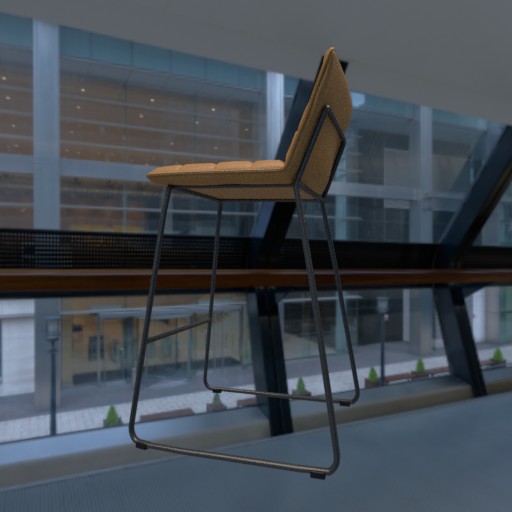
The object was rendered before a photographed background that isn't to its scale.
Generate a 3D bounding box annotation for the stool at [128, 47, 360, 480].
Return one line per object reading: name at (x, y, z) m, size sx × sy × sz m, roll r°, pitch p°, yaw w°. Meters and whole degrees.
stool at (0.000, 0.000, 1.229) m, size 0.524 × 0.936 × 0.489 m, roll 0°, pitch 0°, yaw 18°
